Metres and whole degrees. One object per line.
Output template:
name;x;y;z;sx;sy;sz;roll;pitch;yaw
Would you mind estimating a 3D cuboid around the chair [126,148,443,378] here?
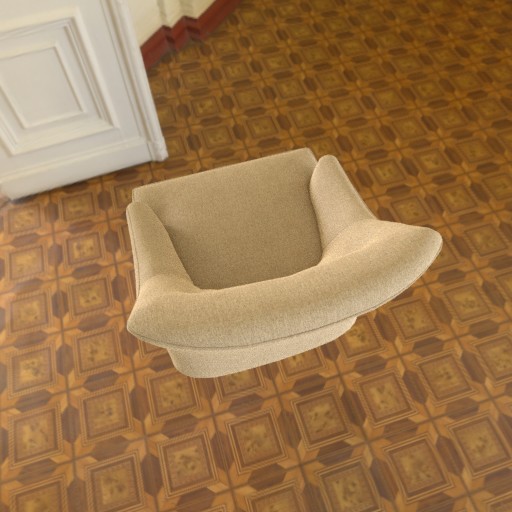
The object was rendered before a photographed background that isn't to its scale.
chair;0.000;0.000;1.604;0.864;0.856;0.923;-15;60;-9
